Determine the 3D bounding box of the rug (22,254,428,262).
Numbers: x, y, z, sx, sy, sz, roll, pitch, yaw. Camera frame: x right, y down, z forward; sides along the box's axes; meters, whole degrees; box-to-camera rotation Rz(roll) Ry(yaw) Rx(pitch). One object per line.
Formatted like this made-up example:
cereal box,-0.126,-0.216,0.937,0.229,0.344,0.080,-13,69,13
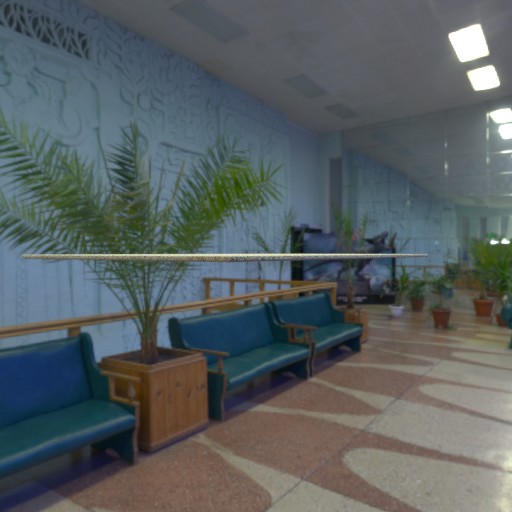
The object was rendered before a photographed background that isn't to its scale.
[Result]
rug,0.000,0.000,3.430,1.800,0.025,2.699,0,1,37
